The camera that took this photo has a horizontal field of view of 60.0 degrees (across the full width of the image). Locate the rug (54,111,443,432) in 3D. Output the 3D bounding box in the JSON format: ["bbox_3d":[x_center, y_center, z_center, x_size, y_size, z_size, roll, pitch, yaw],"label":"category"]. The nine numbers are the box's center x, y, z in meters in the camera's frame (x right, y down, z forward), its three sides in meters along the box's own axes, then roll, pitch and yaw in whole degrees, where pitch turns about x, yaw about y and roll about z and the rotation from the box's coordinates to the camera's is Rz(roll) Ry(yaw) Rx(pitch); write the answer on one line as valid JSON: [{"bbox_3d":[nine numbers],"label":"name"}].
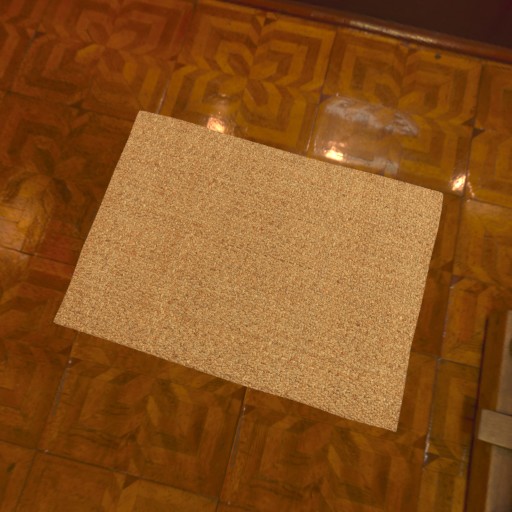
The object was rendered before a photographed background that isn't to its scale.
[{"bbox_3d":[0.000,0.000,2.801,2.141,0.013,1.566,16,76,4],"label":"rug"}]
